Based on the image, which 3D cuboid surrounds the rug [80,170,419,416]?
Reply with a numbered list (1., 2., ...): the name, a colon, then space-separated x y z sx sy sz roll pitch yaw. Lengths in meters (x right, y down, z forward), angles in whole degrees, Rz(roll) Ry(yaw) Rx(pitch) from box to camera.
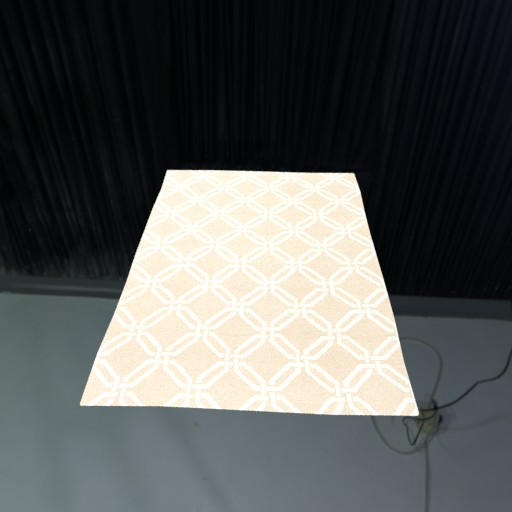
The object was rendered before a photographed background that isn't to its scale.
1. rug: 0.000 0.000 2.773 1.524 0.013 2.135 1 40 1
